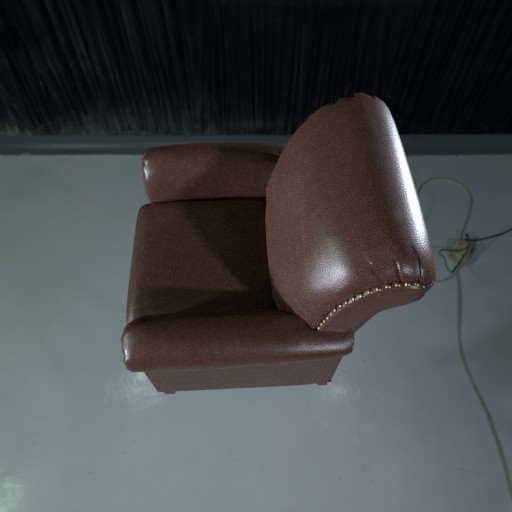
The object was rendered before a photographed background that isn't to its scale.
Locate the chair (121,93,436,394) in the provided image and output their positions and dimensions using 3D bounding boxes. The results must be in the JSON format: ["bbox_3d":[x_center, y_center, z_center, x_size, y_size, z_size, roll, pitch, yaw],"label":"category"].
[{"bbox_3d":[0.000,0.000,1.578,0.890,0.927,0.854,-2,59,-1],"label":"chair"}]
